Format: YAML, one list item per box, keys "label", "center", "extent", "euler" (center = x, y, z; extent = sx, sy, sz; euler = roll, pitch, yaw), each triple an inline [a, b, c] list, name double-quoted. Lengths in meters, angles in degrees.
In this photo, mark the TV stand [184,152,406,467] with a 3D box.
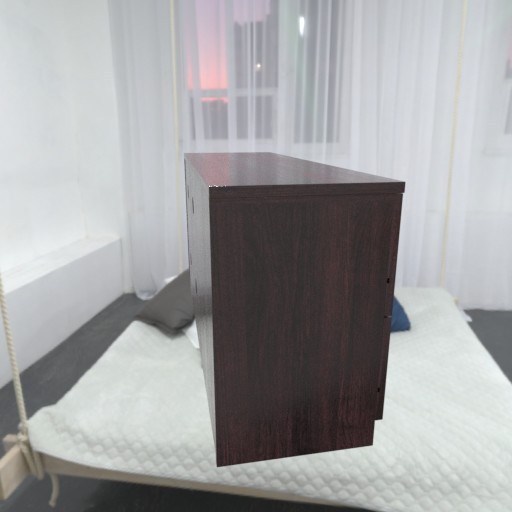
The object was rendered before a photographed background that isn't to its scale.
- label: "TV stand"
  center: [0.000, 0.000, 1.476]
  extent: [0.404, 0.614, 1.192]
  euler: [-3, 16, -11]
